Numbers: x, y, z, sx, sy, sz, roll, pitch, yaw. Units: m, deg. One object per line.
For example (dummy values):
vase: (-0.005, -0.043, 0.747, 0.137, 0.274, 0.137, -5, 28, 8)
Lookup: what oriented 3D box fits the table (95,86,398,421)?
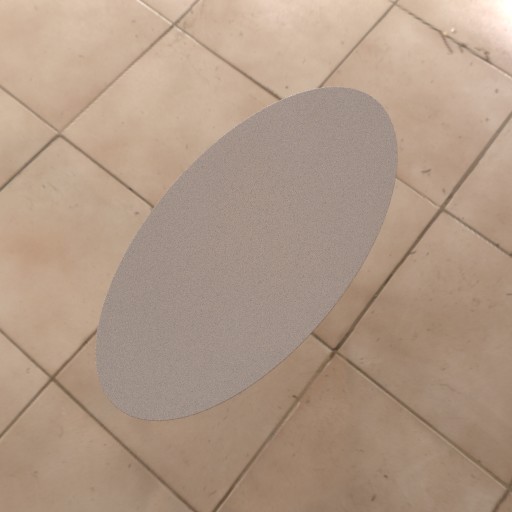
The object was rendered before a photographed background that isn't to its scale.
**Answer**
table: (0.000, 0.000, 1.356, 0.542, 0.390, 1.083, 37, 78, 10)
